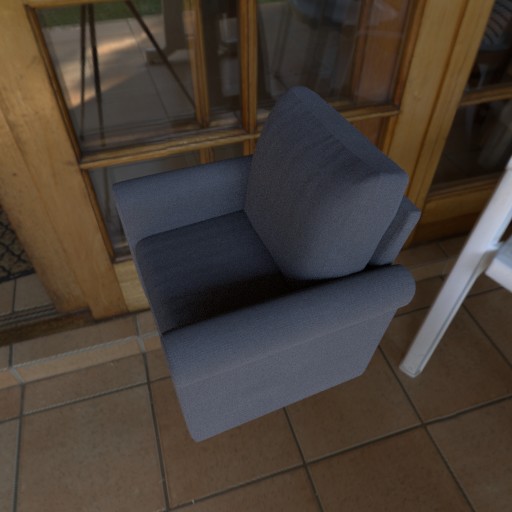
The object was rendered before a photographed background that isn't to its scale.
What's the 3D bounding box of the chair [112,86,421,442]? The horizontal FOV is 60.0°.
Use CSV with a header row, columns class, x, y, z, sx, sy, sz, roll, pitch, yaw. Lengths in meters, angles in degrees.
class,x,y,z,sx,sy,sz,roll,pitch,yaw
chair,0.000,0.000,1.600,0.828,0.942,0.867,-17,48,-16
